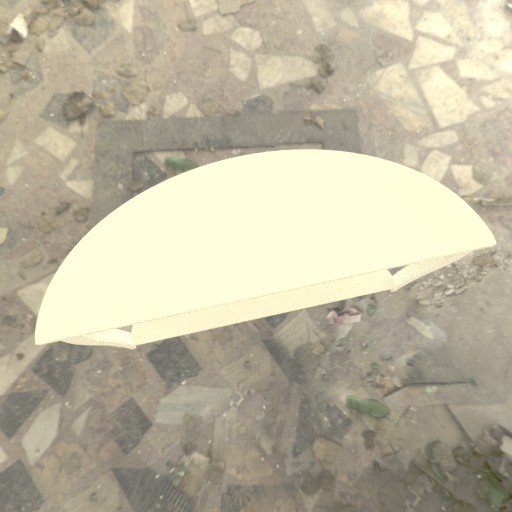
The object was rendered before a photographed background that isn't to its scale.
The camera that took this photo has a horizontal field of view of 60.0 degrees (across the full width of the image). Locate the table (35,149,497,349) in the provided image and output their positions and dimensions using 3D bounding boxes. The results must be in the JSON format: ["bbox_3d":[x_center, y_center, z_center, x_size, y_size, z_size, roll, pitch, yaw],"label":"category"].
[{"bbox_3d":[0.000,0.000,1.566,1.219,0.780,0.394,-12,77,-3],"label":"table"}]
